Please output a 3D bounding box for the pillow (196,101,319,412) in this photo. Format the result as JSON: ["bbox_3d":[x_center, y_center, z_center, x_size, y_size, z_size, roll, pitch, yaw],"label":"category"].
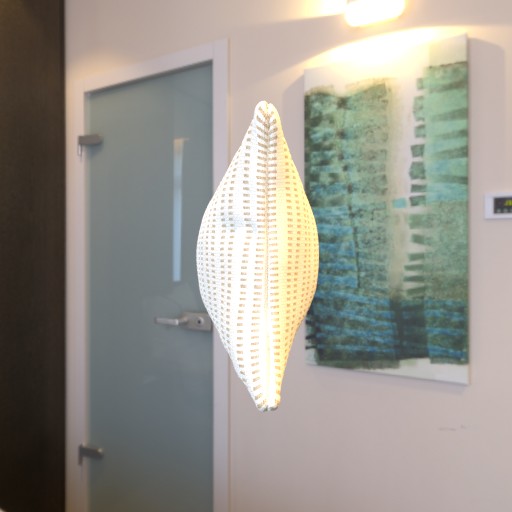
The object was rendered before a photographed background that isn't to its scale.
[{"bbox_3d":[0.000,0.000,0.811,0.210,0.353,0.640,0,0,-1],"label":"pillow"}]
